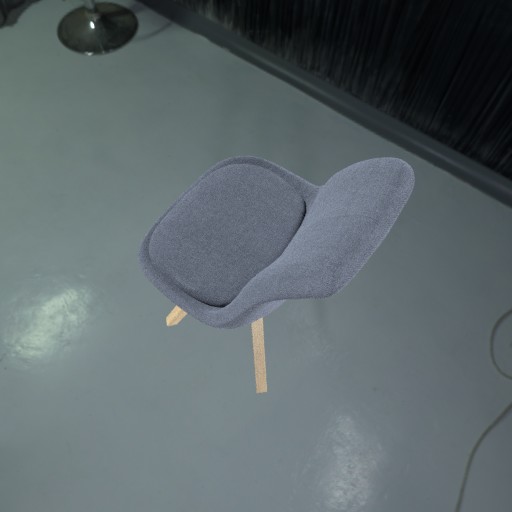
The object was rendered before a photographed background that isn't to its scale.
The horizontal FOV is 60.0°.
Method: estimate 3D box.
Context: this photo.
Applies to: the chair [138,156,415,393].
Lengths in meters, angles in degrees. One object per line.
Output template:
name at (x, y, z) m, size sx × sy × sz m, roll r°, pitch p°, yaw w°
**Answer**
chair at (0.000, 0.000, 1.179) m, size 0.550 × 0.850 × 0.485 m, roll 33°, pitch 68°, yaw 15°
